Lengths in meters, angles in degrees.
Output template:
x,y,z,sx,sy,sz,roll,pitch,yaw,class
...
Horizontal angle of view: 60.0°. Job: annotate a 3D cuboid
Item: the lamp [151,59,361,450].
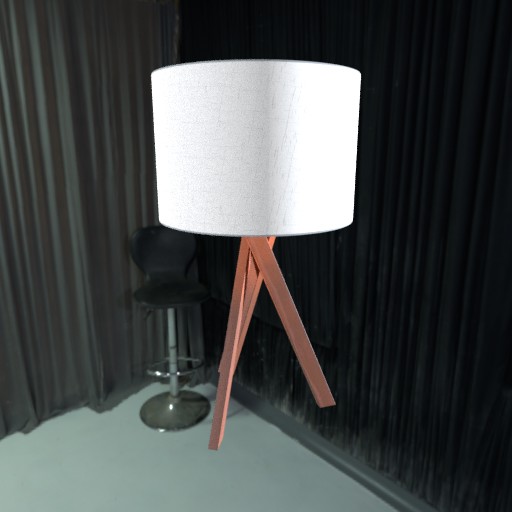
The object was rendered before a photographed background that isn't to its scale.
x,y,z,sx,sy,sz,roll,pitch,yaw,class
0.000,0.000,0.910,0.380,0.686,0.380,14,20,43,lamp
